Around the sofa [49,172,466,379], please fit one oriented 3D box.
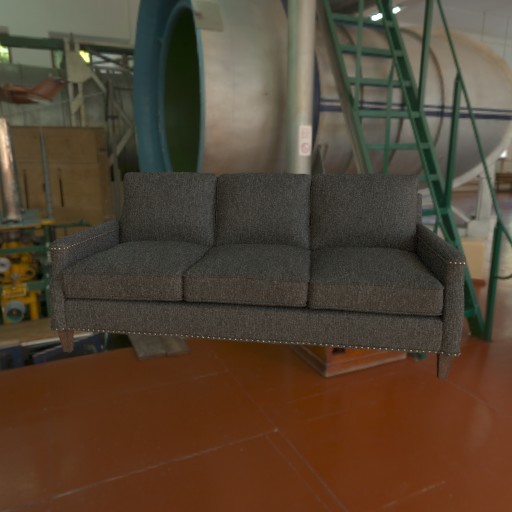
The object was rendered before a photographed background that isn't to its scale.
[{"bbox_3d":[0.000,0.000,2.804,2.246,1.003,1.084,2,14,8],"label":"sofa"}]
